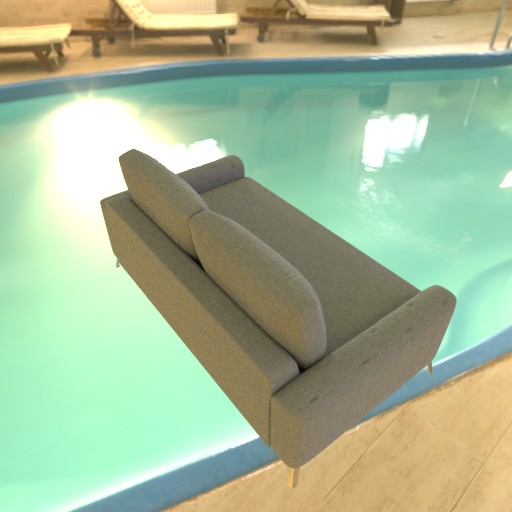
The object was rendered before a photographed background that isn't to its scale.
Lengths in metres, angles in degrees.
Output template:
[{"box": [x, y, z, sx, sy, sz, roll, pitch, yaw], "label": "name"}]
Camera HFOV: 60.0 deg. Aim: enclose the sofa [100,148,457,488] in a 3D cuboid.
[{"box": [0.000, 0.000, 2.152, 0.920, 0.790, 1.650, -26, 46, -28], "label": "sofa"}]
